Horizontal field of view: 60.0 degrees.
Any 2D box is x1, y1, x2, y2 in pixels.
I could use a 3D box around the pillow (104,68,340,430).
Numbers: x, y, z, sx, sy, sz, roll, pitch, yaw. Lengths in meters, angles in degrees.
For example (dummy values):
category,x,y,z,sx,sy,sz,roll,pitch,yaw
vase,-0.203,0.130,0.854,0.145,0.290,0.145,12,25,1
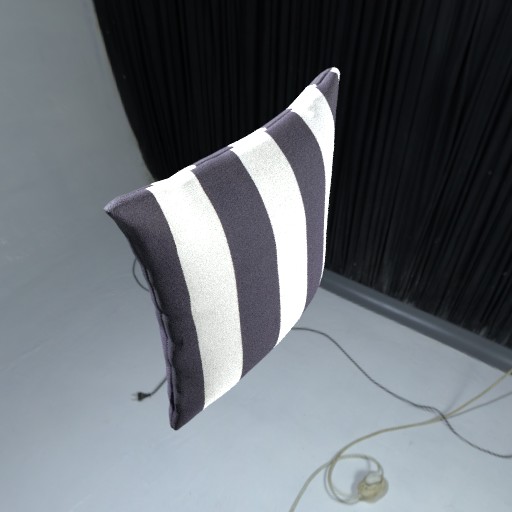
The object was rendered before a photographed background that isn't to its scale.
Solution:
category,x,y,z,sx,sy,sz,roll,pitch,yaw
pillow,0.000,0.000,0.806,0.189,0.526,0.536,25,47,25
